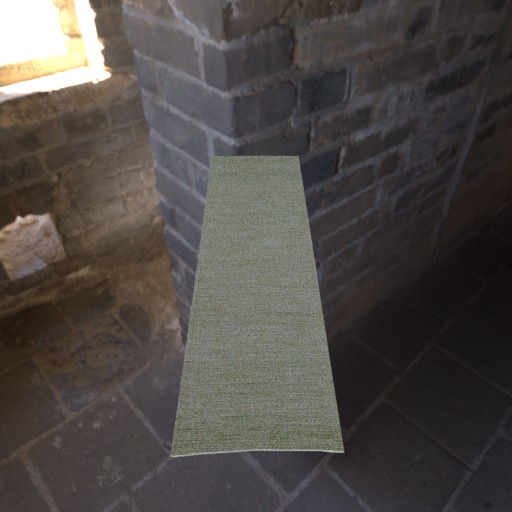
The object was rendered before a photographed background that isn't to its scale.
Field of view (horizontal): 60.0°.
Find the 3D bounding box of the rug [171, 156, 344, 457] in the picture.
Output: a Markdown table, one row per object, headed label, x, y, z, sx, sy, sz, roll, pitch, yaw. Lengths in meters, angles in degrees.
| label | x | y | z | sx | sy | sz | roll | pitch | yaw |
| --- | --- | --- | --- | --- | --- | --- | --- | --- | --- |
| rug | 0.000 | 0.000 | 2.607 | 0.686 | 0.013 | 2.340 | 0 | 42 | 0 |
